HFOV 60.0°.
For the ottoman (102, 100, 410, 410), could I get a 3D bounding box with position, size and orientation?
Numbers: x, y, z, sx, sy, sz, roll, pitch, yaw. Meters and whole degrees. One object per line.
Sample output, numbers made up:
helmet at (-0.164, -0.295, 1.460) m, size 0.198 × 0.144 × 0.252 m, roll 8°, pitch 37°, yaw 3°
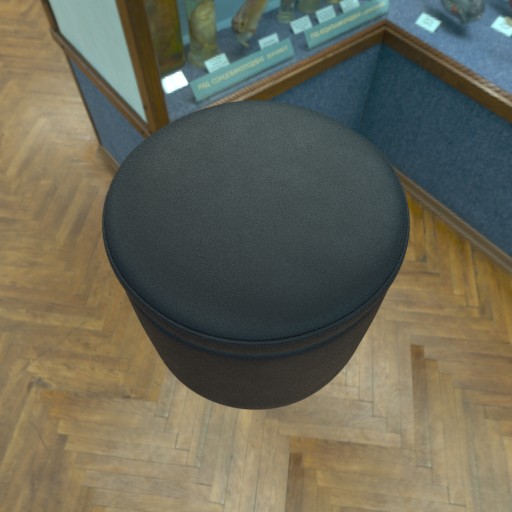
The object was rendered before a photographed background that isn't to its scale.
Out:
ottoman at (0.000, 0.000, 0.869) m, size 0.501 × 0.409 × 0.501 m, roll 0°, pitch 57°, yaw 0°
